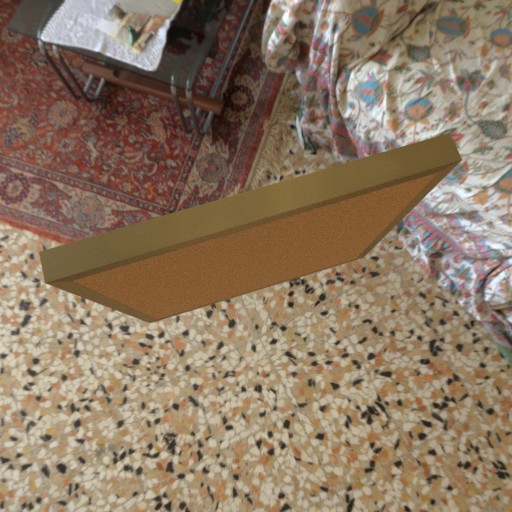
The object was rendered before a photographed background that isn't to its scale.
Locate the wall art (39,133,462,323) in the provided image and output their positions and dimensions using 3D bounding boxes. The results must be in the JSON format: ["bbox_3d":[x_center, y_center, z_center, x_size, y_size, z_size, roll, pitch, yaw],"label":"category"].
[{"bbox_3d":[0.000,0.000,0.766,0.507,0.508,0.038,-17,77,-4],"label":"wall art"}]
